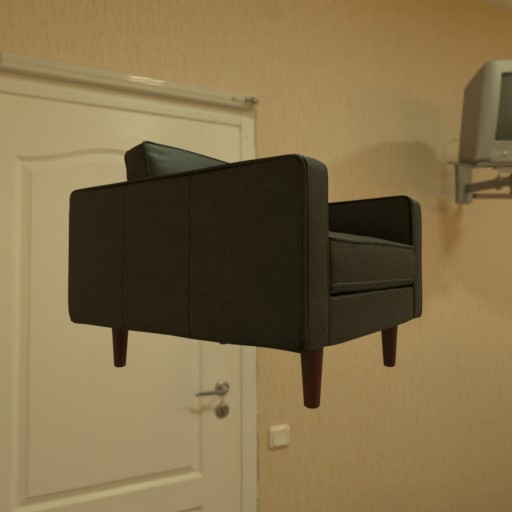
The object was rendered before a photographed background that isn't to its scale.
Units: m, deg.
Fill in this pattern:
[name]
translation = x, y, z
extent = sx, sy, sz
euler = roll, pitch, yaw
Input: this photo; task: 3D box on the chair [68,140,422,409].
[chair]
translation = 0.000, 0.000, 1.534
extent = 0.914, 0.763, 0.889
euler = -1, -2, 36
